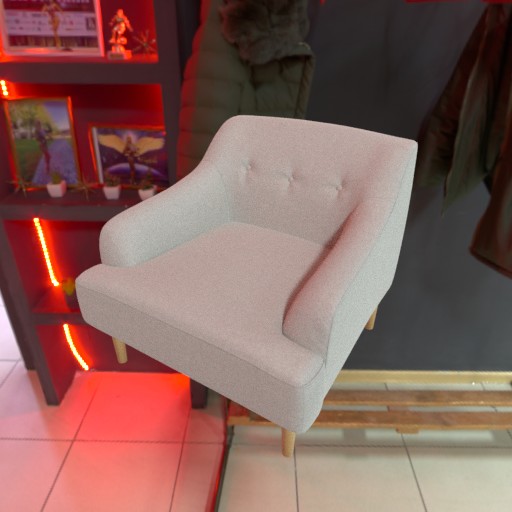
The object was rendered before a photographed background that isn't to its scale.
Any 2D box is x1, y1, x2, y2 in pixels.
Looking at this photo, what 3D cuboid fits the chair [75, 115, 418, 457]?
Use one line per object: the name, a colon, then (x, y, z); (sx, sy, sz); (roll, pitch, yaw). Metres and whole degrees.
chair: (0.000, 0.000, 1.645); (0.946, 0.818, 0.951); (18, 34, 29)
